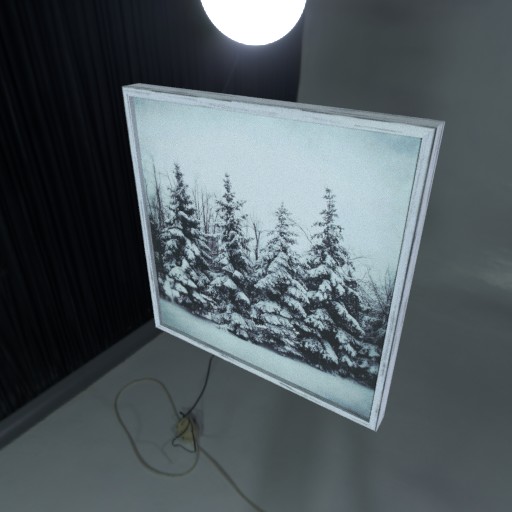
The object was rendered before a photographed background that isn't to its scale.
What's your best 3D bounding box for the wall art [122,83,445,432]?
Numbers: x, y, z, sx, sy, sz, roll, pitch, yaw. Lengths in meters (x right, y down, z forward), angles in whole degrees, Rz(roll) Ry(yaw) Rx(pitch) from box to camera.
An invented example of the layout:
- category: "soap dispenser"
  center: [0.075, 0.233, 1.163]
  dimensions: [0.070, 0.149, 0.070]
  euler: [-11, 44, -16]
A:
- category: "wall art"
  center: [0.000, 0.000, 0.752]
  dimensions: [0.506, 0.506, 0.038]
  euler: [18, 34, 28]
